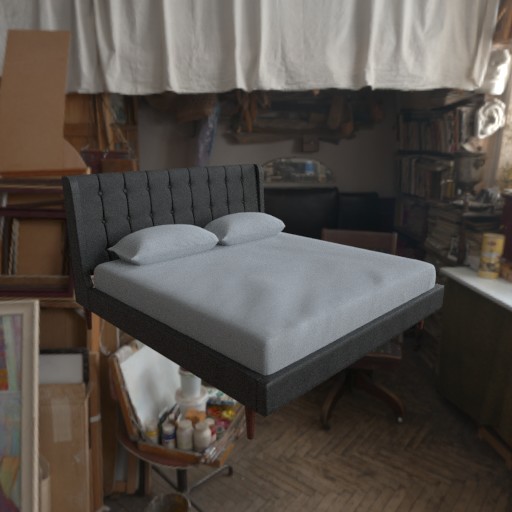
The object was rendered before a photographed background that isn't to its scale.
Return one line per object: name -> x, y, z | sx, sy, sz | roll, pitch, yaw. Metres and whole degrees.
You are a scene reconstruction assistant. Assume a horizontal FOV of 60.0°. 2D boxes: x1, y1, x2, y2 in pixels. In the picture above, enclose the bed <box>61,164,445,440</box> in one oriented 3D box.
bed -> 0.000, 0.000, 3.243 | 1.903, 1.158, 2.031 | -15, 21, -43
